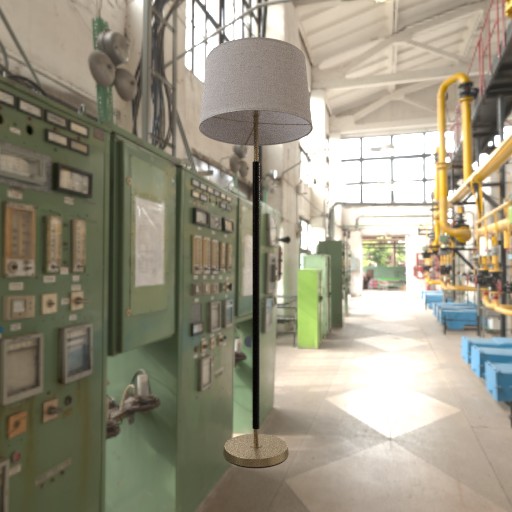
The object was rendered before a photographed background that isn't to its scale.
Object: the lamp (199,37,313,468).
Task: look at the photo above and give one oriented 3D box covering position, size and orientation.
[{"bbox_3d":[0.000,0.000,1.639,0.420,1.447,0.420,0,-2,0],"label":"lamp"}]
